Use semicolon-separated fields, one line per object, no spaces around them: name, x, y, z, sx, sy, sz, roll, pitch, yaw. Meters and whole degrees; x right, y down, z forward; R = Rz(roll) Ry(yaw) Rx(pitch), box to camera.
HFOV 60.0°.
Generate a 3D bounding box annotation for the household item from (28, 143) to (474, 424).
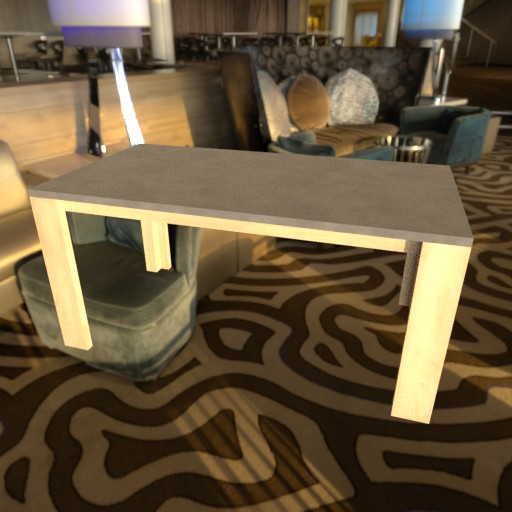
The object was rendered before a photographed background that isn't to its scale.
household item;0.000;0.000;2.048;1.600;0.755;0.850;8;28;15
